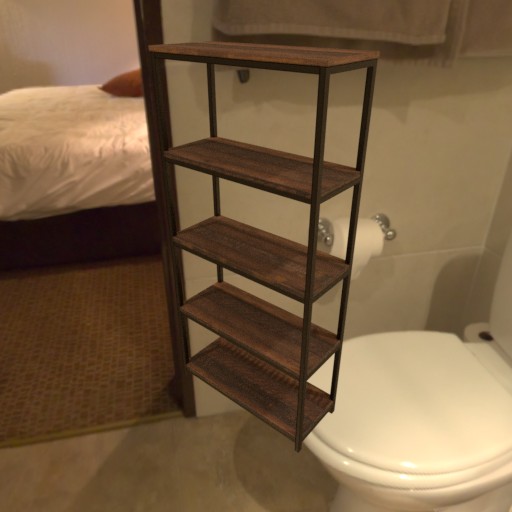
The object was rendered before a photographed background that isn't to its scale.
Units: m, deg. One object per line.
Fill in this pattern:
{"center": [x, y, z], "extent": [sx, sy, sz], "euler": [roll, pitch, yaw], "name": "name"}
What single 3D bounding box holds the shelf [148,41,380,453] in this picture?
{"center": [0.000, 0.000, 2.186], "extent": [0.874, 1.860, 0.359], "euler": [22, 36, 34], "name": "shelf"}
